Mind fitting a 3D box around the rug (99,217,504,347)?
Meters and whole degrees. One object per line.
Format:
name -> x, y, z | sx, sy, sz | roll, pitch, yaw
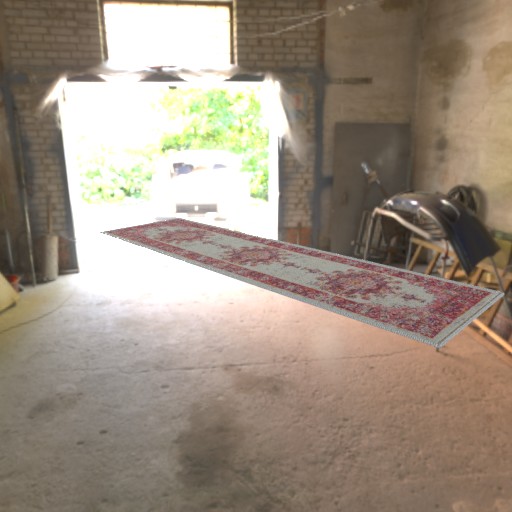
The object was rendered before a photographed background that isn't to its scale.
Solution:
rug -> 0.000, 0.000, 2.412 | 2.294, 0.011, 0.666 | 15, 22, 42
